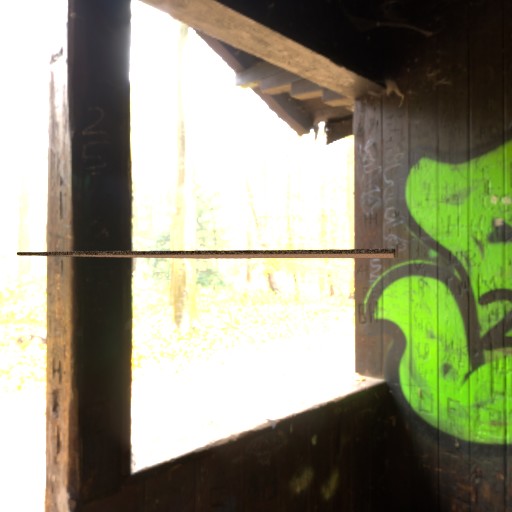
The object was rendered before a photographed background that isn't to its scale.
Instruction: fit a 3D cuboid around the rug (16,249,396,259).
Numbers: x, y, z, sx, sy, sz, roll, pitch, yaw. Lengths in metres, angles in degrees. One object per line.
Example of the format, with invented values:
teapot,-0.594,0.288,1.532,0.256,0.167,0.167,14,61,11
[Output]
rug,0.000,0.000,4.003,2.401,0.025,3.000,0,-1,17
